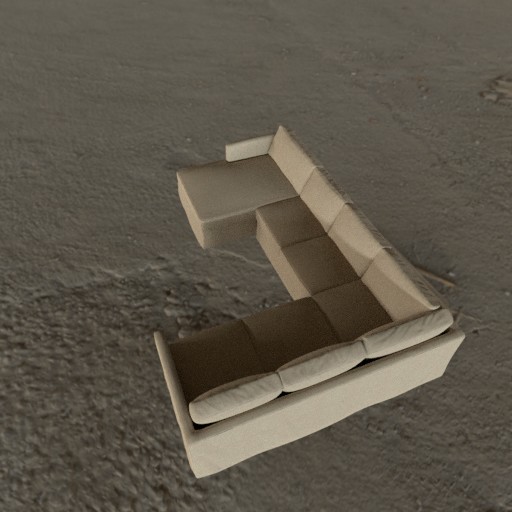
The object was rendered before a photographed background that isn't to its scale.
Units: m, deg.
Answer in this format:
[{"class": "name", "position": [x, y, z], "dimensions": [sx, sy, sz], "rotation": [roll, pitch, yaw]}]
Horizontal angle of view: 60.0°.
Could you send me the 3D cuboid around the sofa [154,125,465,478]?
[{"class": "sofa", "position": [0.000, 0.000, 4.664], "dimensions": [2.476, 0.878, 3.528], "rotation": [-17, 49, -15]}]
